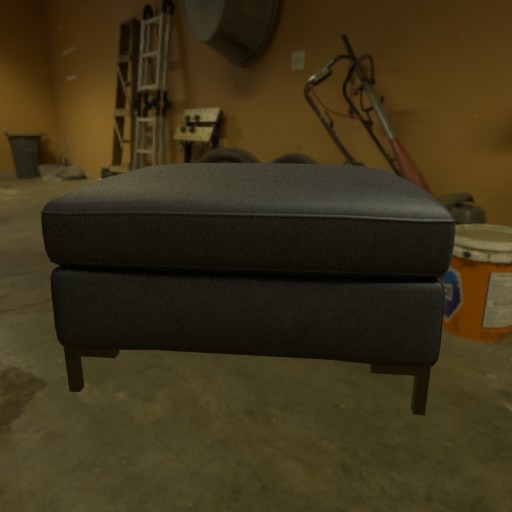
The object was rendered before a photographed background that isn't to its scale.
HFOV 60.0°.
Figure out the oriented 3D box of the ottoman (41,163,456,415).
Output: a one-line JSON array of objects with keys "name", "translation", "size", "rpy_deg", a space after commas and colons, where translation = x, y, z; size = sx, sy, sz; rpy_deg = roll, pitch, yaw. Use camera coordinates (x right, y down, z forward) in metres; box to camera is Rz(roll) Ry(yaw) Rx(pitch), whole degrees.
[{"name": "ottoman", "translation": [0.000, 0.000, 1.749], "size": [1.187, 0.696, 0.967], "rpy_deg": [2, 16, 6]}]
